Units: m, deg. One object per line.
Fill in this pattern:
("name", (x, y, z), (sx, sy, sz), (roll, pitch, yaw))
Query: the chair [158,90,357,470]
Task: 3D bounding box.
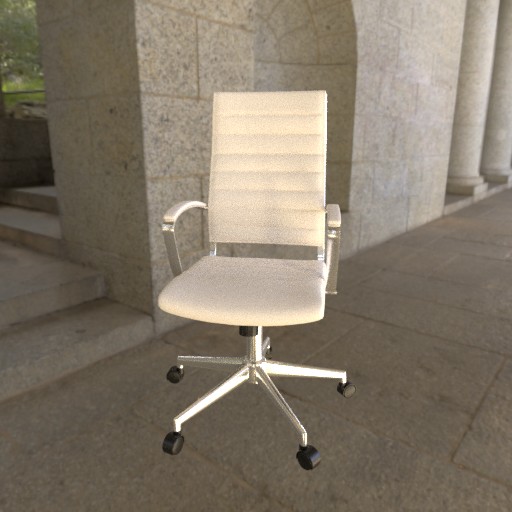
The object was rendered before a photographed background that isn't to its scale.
("chair", (0.000, 0.000, 1.564), (0.766, 1.149, 0.739), (2, 15, 9))
